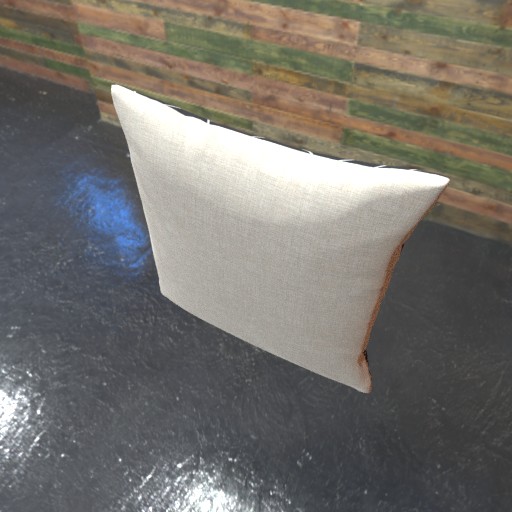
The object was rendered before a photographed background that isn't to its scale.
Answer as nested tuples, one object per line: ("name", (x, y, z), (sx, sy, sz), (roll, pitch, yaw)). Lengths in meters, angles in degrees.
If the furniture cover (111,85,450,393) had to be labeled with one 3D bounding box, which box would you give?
("furniture cover", (0.000, 0.000, 0.779), (0.517, 0.508, 0.158), (22, 50, 20))
